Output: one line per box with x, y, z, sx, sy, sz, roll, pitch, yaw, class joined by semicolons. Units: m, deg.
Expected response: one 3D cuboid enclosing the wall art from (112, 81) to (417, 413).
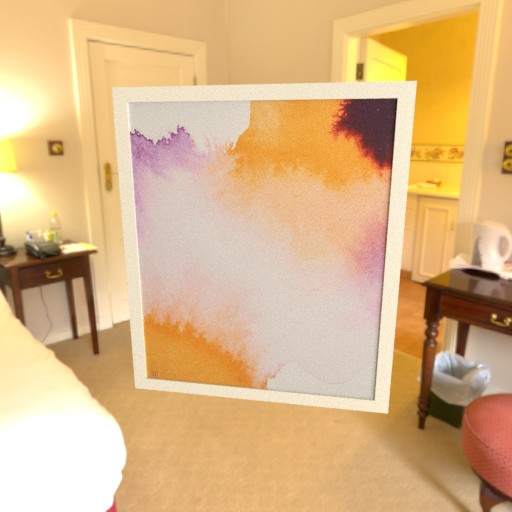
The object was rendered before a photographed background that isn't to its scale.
0.000;0.000;0.767;0.482;0.557;0.012;3;15;10;wall art
